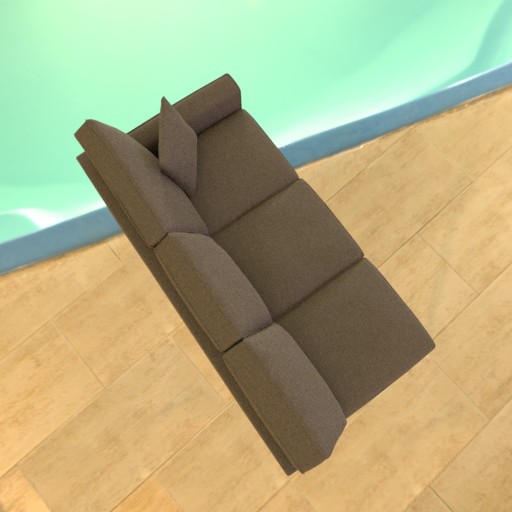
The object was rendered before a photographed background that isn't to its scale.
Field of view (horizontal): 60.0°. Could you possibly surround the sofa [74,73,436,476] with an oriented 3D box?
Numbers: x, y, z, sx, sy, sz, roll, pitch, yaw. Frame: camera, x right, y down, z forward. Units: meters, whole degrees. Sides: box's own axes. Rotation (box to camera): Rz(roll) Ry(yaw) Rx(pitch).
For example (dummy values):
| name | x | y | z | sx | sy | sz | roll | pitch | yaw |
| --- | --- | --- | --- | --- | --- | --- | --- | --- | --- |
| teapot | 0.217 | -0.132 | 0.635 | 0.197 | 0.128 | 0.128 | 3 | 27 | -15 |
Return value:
| name | x | y | z | sx | sy | sz | roll | pitch | yaw |
| --- | --- | --- | --- | --- | --- | --- | --- | --- | --- |
| sofa | 0.000 | 0.000 | 2.494 | 1.034 | 0.946 | 1.963 | -34 | 78 | -9 |
